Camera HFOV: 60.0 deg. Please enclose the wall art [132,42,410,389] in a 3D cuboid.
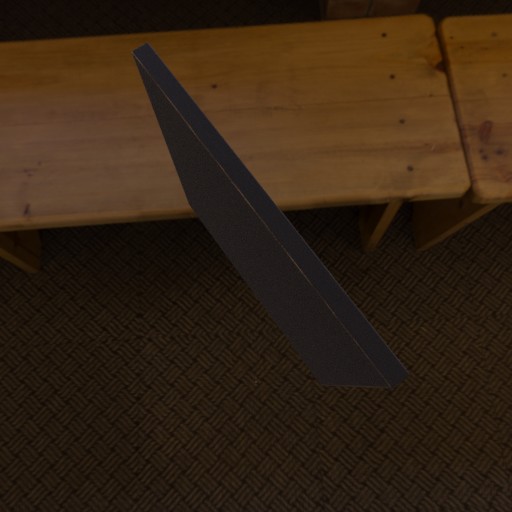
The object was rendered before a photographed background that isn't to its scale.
[{"bbox_3d":[0.000,0.000,0.451,0.015,0.303,0.304,-35,77,-9],"label":"wall art"}]
